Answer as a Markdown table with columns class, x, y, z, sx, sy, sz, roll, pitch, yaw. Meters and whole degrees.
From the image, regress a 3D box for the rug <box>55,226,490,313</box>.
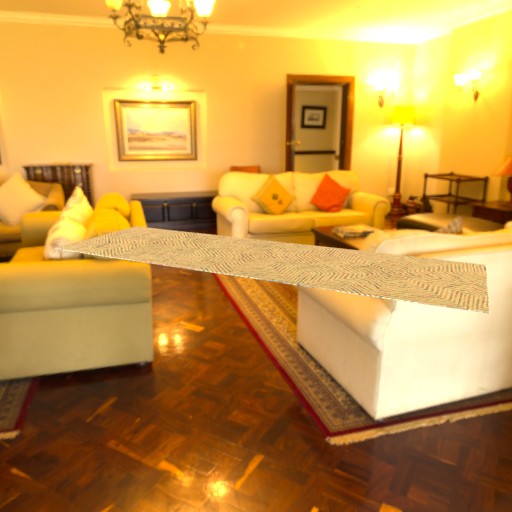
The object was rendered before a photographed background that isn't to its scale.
| class | x | y | z | sx | sy | sz | roll | pitch | yaw |
| --- | --- | --- | --- | --- | --- | --- | --- | --- | --- |
| rug | 0.000 | 0.000 | 2.614 | 2.443 | 0.009 | 0.771 | 7 | 17 | 25 |
